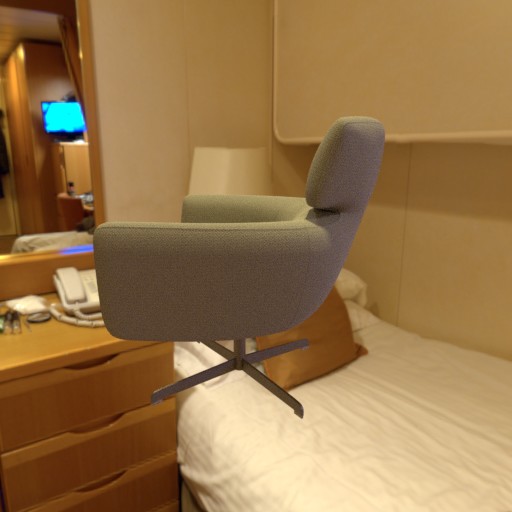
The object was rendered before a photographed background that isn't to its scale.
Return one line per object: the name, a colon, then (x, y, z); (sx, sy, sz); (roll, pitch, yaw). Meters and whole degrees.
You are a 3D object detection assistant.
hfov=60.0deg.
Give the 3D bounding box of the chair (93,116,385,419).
chair: (0.000, 0.000, 1.387); (0.730, 0.810, 0.760); (2, 14, 8)
